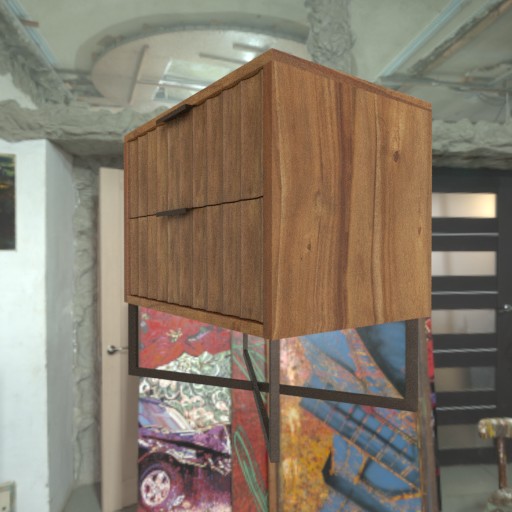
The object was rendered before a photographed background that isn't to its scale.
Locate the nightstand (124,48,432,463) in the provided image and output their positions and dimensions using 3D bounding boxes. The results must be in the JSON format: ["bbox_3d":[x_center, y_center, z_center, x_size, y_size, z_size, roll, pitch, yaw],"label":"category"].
[{"bbox_3d":[0.000,0.000,1.013,0.427,0.615,0.613,0,1,-36],"label":"nightstand"}]
